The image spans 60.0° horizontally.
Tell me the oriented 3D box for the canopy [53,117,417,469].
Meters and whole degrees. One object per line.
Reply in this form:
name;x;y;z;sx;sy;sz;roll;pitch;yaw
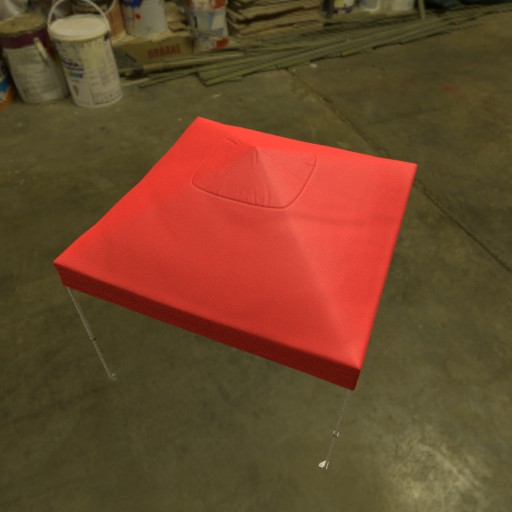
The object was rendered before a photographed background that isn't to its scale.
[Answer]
canopy;0.000;0.000;5.308;2.998;2.997;2.996;17;49;15
